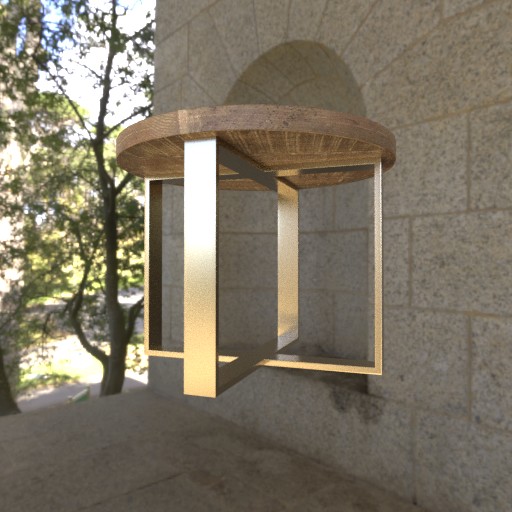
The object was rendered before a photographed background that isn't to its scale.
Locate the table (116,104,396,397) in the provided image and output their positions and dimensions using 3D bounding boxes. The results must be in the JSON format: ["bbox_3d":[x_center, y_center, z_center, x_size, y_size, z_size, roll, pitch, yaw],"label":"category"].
[{"bbox_3d":[0.000,0.000,0.924,0.557,0.437,0.557,0,-1,0],"label":"table"}]
